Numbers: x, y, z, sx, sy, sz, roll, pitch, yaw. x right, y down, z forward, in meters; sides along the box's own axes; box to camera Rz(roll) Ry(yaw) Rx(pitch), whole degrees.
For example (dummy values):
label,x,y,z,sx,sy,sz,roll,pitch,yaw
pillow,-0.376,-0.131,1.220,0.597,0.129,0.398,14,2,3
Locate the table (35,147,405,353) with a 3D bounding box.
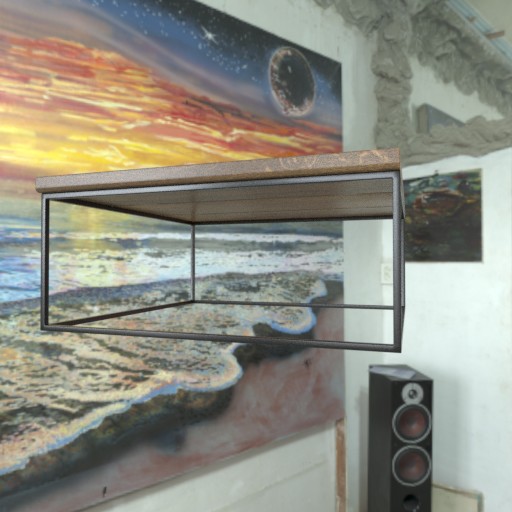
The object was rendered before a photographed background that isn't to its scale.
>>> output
label,x,y,z,sx,sy,sz,roll,pitch,yaw
table,0.000,0.000,1.424,0.900,0.400,0.900,0,-1,19
